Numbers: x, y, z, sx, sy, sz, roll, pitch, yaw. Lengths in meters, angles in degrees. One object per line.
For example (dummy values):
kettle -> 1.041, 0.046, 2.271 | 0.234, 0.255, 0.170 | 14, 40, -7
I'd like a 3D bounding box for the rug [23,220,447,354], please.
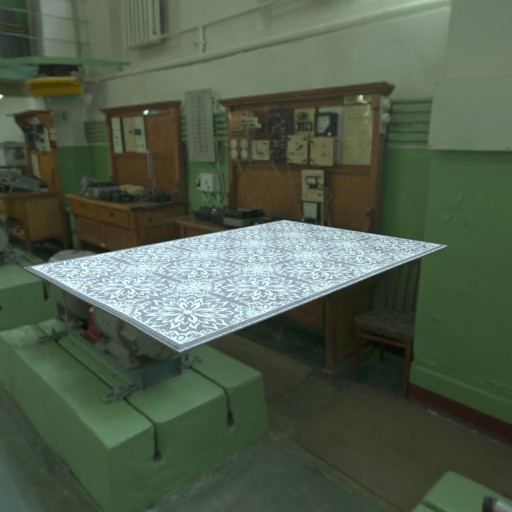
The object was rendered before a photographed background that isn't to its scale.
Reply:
rug -> 0.000, 0.000, 3.390 | 1.819, 0.018, 2.746 | 14, 20, 43
